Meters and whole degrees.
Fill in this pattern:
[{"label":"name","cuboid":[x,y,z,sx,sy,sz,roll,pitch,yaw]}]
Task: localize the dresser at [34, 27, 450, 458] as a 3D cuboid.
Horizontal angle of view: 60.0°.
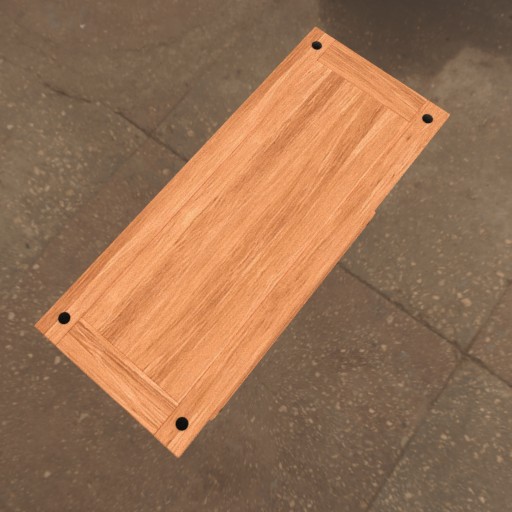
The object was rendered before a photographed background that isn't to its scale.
[{"label":"dresser","cuboid":[0.000,0.000,1.359,0.410,0.740,0.990,38,78,10]}]
